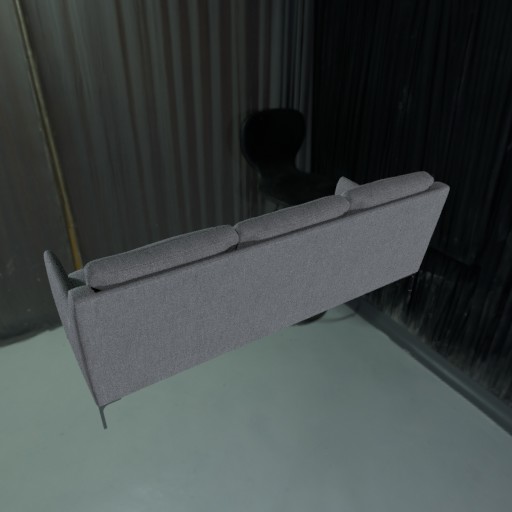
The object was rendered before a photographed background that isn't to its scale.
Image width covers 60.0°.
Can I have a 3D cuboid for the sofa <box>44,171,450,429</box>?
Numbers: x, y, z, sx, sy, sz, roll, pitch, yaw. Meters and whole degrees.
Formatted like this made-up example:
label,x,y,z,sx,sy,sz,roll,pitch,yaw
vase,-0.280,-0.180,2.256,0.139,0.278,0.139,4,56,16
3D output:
label,x,y,z,sx,sy,sz,roll,pitch,yaw
sofa,0.000,0.000,2.467,2.060,0.837,0.849,-18,35,-28
